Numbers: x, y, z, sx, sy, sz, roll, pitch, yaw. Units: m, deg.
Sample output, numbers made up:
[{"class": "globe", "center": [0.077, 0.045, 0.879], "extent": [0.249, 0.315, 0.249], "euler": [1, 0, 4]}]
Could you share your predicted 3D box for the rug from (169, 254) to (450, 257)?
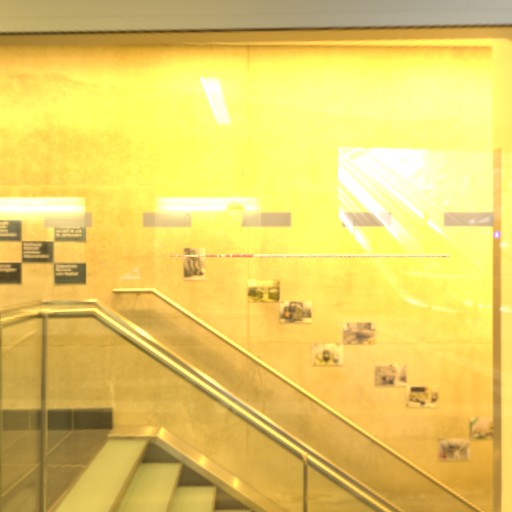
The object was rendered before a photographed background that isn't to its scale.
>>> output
[{"class": "rug", "center": [0.000, 0.000, 2.719], "extent": [0.787, 0.011, 2.458], "euler": [0, 0, -18]}]
